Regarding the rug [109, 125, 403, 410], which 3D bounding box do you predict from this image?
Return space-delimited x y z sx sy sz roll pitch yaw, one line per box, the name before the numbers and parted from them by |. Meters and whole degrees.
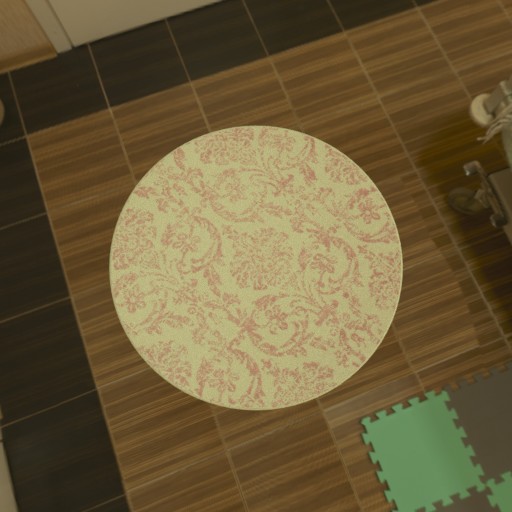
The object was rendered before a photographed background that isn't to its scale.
rug | 0.000 0.000 2.414 1.593 0.012 1.593 0 75 0
